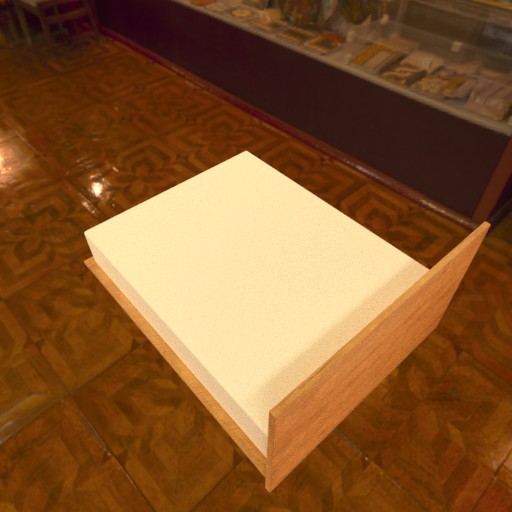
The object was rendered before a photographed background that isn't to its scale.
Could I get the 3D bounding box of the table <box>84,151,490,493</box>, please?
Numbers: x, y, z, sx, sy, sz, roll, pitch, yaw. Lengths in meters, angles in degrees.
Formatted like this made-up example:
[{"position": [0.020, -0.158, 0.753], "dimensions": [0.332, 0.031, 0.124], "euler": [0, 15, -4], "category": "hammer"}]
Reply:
[{"position": [0.000, 0.000, 3.088], "dimensions": [1.707, 1.041, 2.149], "euler": [-33, 55, -27], "category": "table"}]
